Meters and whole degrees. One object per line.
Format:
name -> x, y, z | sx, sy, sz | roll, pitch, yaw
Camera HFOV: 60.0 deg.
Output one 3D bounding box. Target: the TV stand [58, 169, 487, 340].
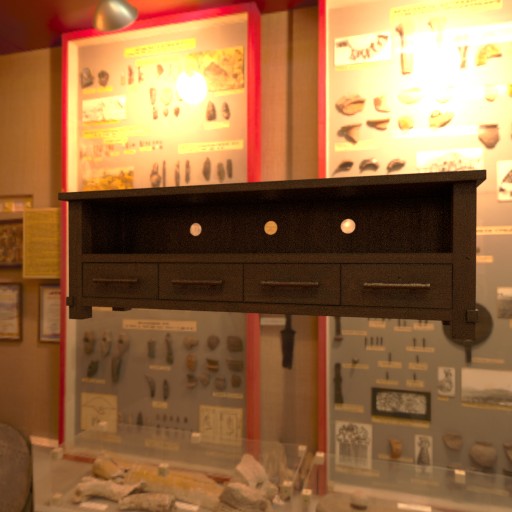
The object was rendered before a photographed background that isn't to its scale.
TV stand -> 0.000, 0.000, 2.074 | 1.866, 0.615, 0.471 | 0, 0, 18
